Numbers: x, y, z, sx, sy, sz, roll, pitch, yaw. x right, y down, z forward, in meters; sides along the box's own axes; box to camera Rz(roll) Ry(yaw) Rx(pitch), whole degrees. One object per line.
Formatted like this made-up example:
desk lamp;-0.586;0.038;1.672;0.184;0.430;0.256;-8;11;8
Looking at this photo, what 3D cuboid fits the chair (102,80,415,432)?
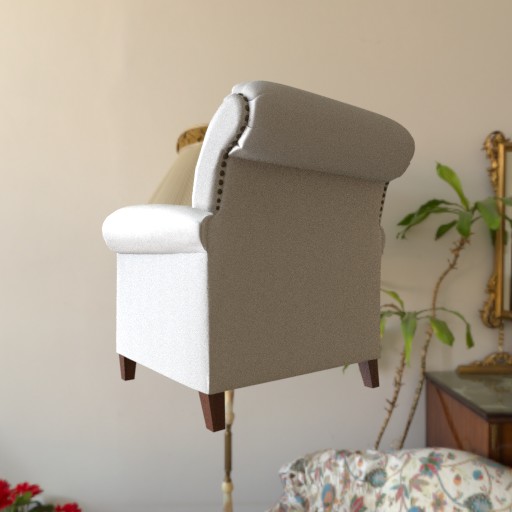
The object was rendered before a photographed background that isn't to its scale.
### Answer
chair;0.000;0.000;1.585;0.854;0.927;0.890;0;0;-37
